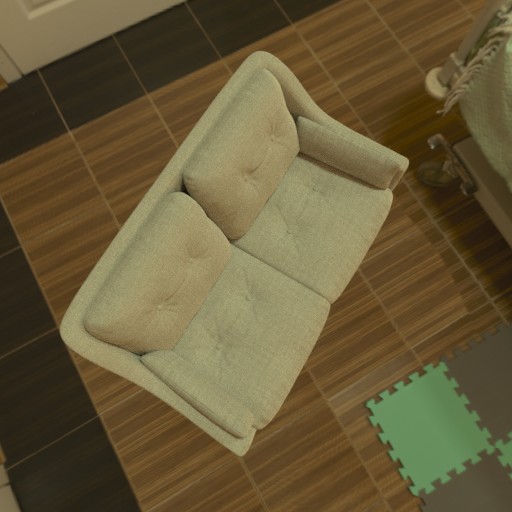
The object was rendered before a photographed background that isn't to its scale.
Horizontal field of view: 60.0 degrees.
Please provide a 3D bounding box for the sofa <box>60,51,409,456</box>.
[{"bbox_3d":[0.000,0.000,2.239,0.965,0.888,1.652,30,77,8],"label":"sofa"}]
